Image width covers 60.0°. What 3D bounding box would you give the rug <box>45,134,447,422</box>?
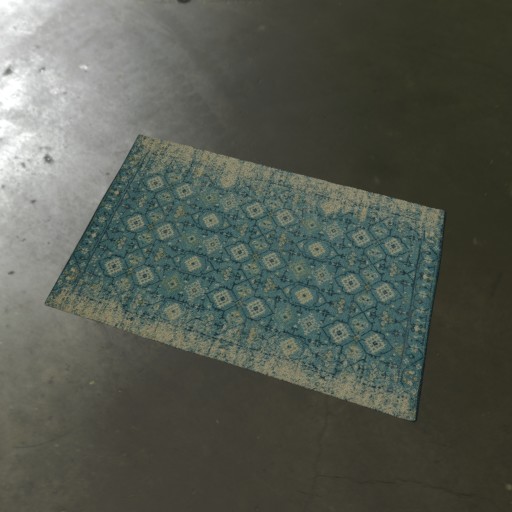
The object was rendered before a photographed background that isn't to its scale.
[{"bbox_3d":[0.000,0.000,3.065,2.449,0.015,1.530,16,65,8],"label":"rug"}]
